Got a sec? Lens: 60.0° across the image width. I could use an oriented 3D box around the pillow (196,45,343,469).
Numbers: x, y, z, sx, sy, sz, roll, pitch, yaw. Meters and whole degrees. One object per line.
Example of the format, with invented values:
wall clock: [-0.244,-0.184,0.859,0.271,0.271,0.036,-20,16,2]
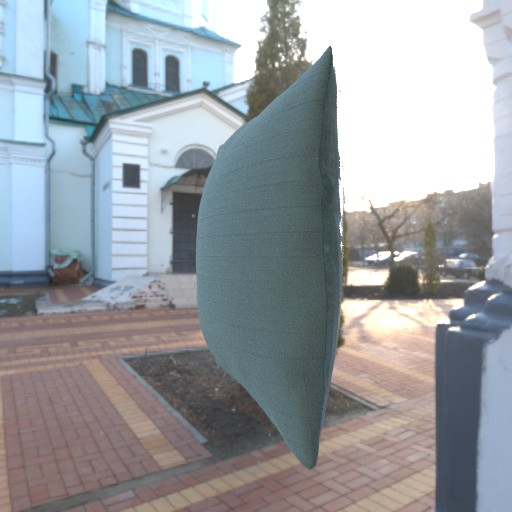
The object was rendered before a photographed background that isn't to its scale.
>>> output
pillow: [0.000,0.000,0.701,0.175,0.464,0.470,0,0,-18]
